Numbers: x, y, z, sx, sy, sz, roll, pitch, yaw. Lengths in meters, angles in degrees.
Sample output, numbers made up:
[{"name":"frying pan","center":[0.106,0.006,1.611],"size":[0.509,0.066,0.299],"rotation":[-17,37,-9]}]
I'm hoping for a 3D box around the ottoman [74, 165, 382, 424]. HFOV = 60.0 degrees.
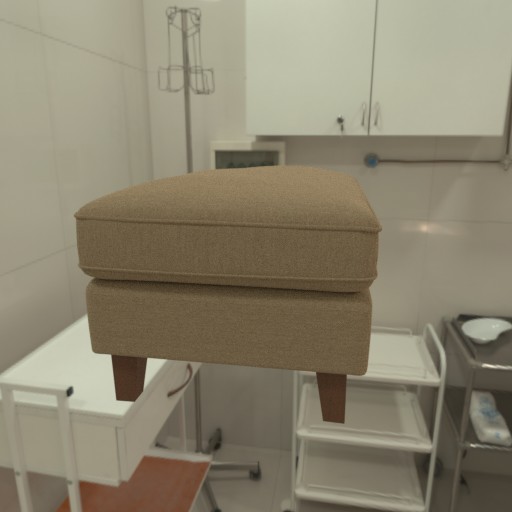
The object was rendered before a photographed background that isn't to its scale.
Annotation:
[{"name":"ottoman","center":[0.000,0.000,1.334],"size":[0.636,0.521,0.945],"rotation":[2,15,9]}]
